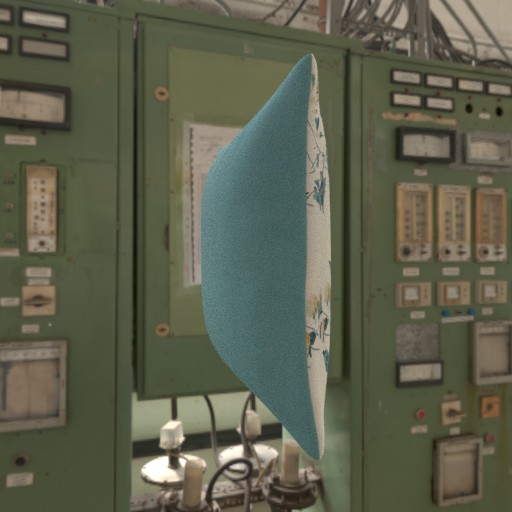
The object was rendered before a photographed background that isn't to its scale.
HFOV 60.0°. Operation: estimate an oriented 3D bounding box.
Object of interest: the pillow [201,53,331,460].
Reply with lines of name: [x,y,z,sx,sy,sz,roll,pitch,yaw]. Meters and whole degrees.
pillow: [0.000,0.000,0.797,0.166,0.507,0.526,0,0,-16]
